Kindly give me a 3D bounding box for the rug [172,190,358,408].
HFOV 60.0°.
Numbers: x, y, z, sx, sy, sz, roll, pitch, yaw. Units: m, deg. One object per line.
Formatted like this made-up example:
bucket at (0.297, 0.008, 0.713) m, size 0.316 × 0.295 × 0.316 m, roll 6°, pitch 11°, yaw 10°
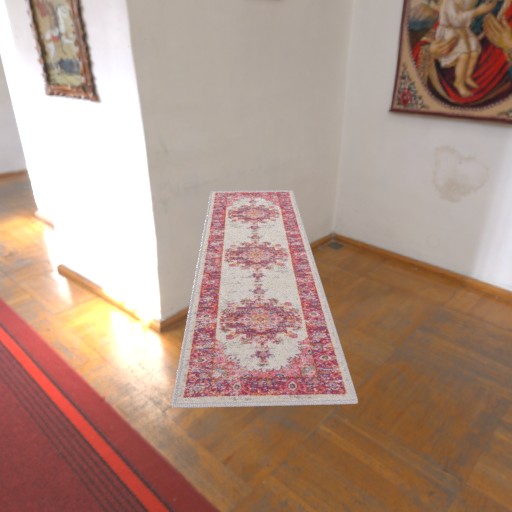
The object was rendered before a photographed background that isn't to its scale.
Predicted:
rug at (0.000, 0.000, 2.581) m, size 0.666 × 0.011 × 2.294 m, roll -1°, pitch 27°, yaw -1°
